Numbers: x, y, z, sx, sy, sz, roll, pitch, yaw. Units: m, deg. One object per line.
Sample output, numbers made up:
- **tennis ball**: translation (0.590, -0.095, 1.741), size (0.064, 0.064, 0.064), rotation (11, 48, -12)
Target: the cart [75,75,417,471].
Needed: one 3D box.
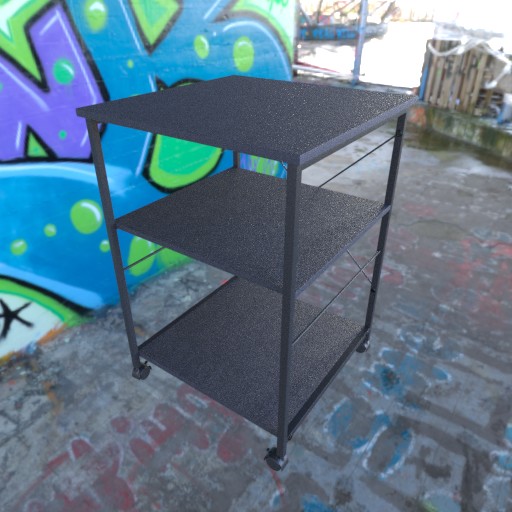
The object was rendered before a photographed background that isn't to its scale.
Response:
- **cart**: translation (0.000, 0.000, 1.136), size (0.521, 0.762, 0.520), rotation (20, 36, 30)
